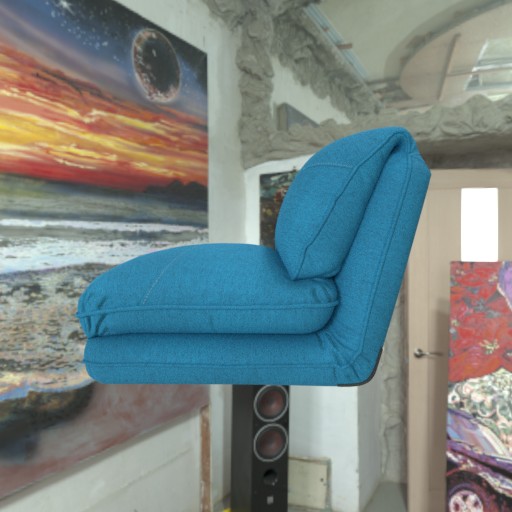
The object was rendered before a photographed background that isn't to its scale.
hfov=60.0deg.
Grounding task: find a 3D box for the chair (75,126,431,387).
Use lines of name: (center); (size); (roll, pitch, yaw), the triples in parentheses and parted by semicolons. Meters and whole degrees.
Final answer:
chair: (0.000, 0.000, 1.332); (0.780, 0.580, 0.820); (0, 0, 2)
